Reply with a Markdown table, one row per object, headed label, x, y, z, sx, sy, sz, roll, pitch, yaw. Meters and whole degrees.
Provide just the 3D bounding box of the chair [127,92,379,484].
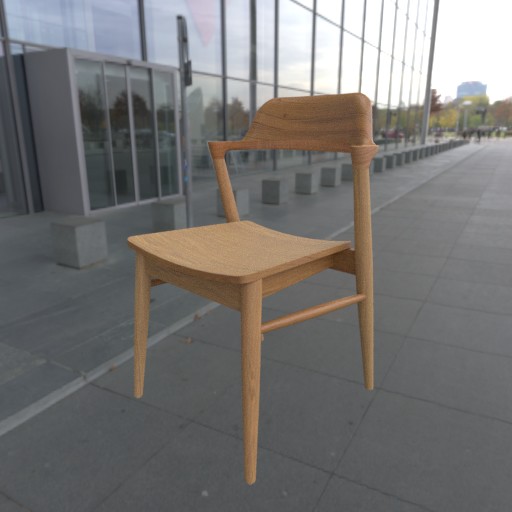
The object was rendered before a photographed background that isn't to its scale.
| label | x | y | z | sx | sy | sz | roll | pitch | yaw |
| --- | --- | --- | --- | --- | --- | --- | --- | --- | --- |
| chair | 0.000 | 0.000 | 1.123 | 0.512 | 0.792 | 0.499 | 15 | 22 | 42 |
